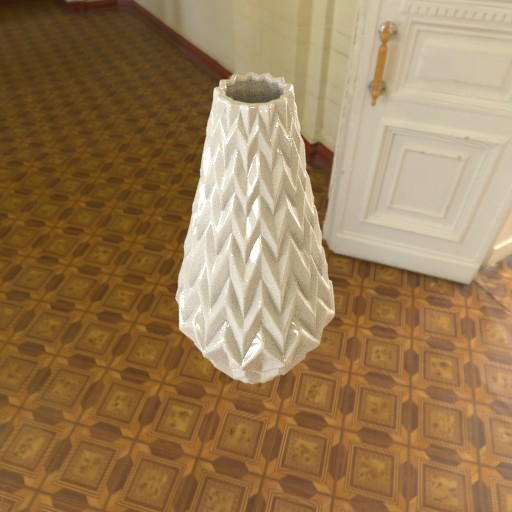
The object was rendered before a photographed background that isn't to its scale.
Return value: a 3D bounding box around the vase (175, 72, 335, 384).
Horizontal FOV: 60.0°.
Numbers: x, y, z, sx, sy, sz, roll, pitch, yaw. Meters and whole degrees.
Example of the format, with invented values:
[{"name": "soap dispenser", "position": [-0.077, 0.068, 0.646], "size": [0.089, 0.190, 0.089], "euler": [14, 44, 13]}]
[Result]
[{"name": "vase", "position": [0.000, 0.000, 0.421], "size": [0.167, 0.328, 0.167], "euler": [0, 45, 0]}]
